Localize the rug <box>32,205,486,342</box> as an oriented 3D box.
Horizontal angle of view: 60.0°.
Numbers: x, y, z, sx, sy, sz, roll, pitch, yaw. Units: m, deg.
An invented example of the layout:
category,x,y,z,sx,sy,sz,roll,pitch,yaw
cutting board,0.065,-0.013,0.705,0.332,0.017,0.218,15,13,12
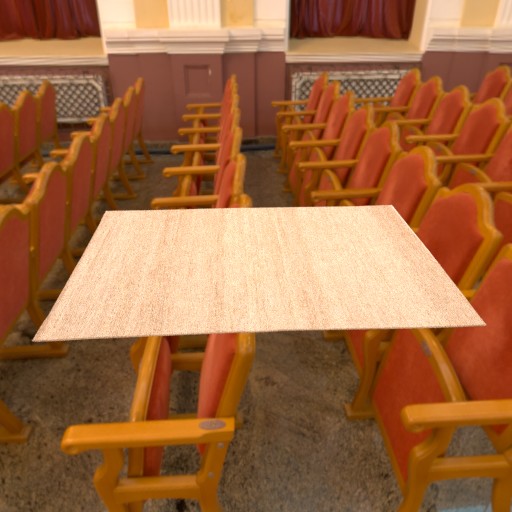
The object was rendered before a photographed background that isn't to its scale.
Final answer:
category,x,y,z,sx,sy,sz,roll,pitch,yaw
rug,0.000,0.000,2.941,2.346,0.029,1.574,-1,30,-2
